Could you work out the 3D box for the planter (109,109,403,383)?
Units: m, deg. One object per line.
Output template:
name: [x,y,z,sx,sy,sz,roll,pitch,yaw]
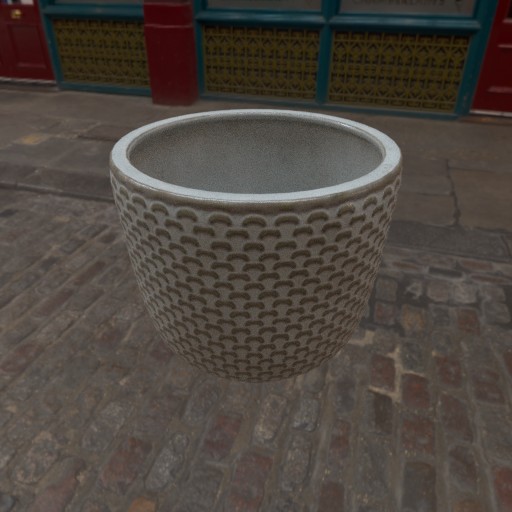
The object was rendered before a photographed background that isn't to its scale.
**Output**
planter: [0.000,0.000,0.308,0.173,0.160,0.173,0,32,0]
